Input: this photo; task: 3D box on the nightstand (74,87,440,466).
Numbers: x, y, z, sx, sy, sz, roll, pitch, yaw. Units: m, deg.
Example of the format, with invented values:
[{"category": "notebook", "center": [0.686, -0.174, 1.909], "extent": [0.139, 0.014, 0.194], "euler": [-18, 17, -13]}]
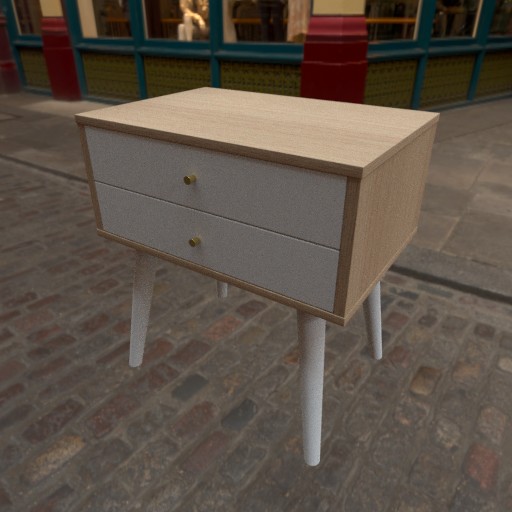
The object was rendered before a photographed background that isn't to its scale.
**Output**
[{"category": "nightstand", "center": [0.000, 0.000, 0.982], "extent": [0.571, 0.610, 0.407], "euler": [18, 34, 29]}]
